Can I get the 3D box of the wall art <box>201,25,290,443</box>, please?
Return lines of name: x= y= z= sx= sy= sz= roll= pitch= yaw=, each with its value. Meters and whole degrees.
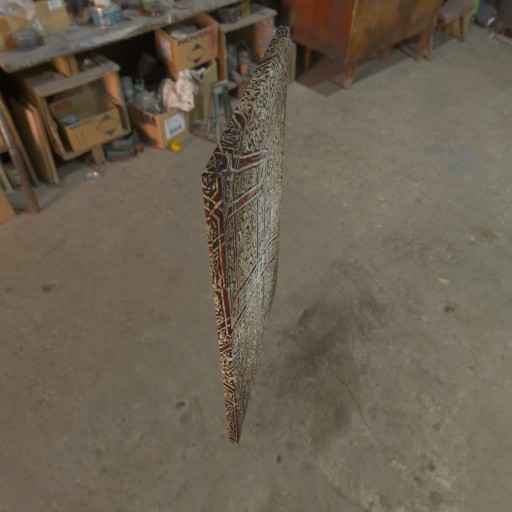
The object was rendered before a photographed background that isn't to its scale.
wall art: x=0.000 y=0.000 z=1.130 sx=0.030 sy=0.904 sz=0.599 roll=9 pitch=46 yaw=9
